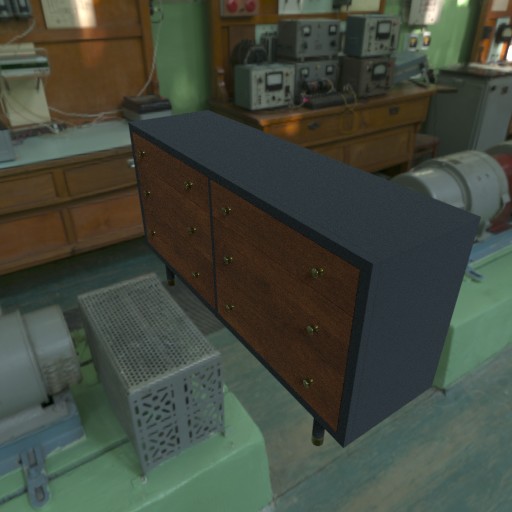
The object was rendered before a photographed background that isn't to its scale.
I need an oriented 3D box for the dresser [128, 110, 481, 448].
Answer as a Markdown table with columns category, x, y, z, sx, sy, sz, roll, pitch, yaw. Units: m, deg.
| category | x | y | z | sx | sy | sz | roll | pitch | yaw |
| --- | --- | --- | --- | --- | --- | --- | --- | --- | --- |
| dresser | 0.000 | 0.000 | 1.907 | 0.463 | 0.872 | 1.558 | -20 | 36 | -29 |
